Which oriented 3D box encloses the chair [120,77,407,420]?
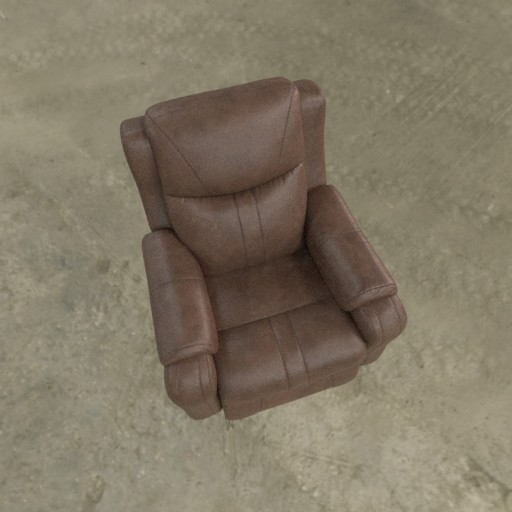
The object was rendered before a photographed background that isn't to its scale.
[{"bbox_3d":[0.000,0.000,1.819,0.940,0.990,1.067,-16,63,-8],"label":"chair"}]
